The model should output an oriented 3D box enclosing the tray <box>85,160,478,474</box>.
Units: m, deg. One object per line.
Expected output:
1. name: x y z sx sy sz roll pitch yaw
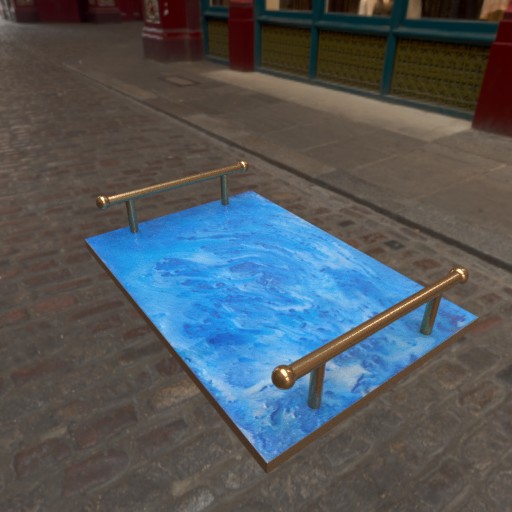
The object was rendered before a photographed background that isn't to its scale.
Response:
1. tray: 0.000 0.000 0.565 0.304 0.084 0.444 -21 38 -30
